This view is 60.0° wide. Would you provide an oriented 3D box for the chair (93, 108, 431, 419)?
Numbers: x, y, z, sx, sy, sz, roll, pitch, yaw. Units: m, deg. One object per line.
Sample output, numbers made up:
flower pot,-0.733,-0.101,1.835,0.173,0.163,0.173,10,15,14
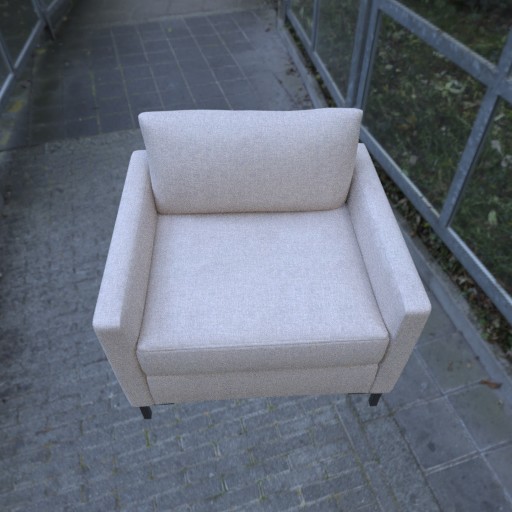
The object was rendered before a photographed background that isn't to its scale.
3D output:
chair,0.000,0.000,1.622,0.963,0.861,0.866,-2,47,-2
